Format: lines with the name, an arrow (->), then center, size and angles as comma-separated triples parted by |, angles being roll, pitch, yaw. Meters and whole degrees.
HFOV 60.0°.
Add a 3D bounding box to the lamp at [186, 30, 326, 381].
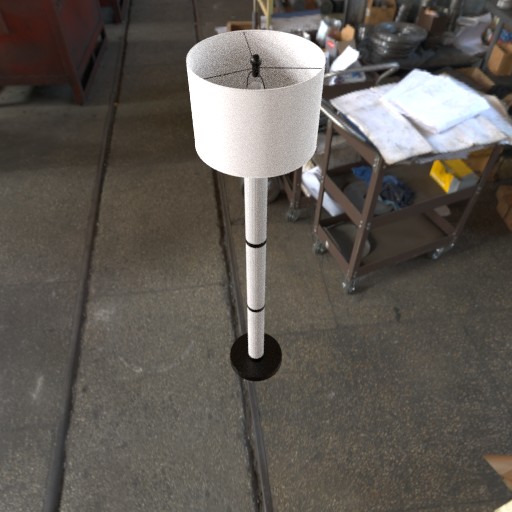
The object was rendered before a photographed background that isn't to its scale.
lamp -> 0.000, 0.000, 1.779 | 0.377, 1.599, 0.377 | -33, 55, -27
